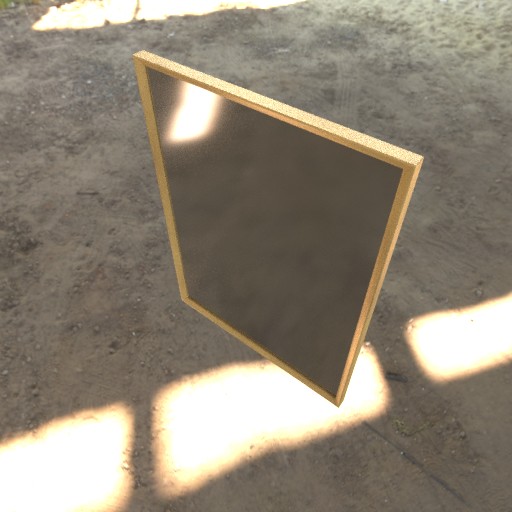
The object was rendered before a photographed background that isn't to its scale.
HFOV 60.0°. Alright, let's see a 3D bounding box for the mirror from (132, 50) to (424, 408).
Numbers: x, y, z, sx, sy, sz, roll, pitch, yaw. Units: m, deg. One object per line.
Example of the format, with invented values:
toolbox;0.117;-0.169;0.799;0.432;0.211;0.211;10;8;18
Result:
mirror;0.000;0.000;1.338;0.762;1.016;0.041;30;54;25
